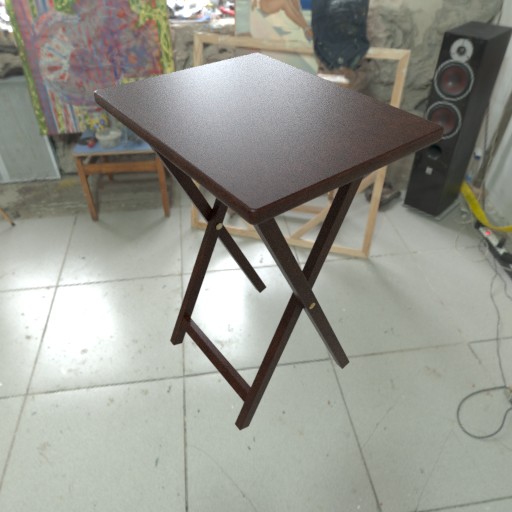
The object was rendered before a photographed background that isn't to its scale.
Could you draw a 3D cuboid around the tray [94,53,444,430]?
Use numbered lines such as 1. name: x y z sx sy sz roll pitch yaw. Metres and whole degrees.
1. tray: 0.000 0.000 0.961 0.381 0.660 0.483 -27 47 -27
